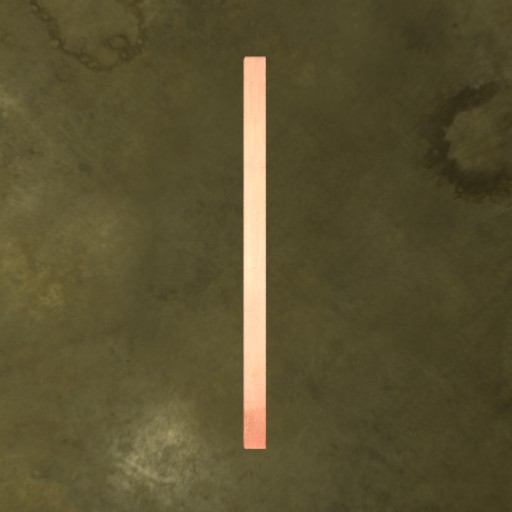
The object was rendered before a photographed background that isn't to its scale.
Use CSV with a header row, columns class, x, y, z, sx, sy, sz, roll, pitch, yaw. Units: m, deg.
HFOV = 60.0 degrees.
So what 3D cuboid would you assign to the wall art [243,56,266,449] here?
class,x,y,z,sx,sy,sz,roll,pitch,yaw
wall art,0.000,0.000,1.146,0.038,0.914,0.610,0,89,0
